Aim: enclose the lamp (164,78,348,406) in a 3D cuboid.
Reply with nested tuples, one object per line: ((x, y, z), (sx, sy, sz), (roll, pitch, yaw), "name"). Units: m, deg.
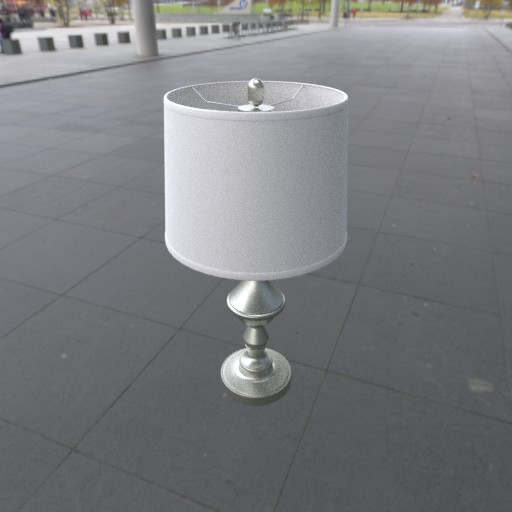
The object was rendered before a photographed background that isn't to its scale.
((0.000, 0.000, 0.978), (0.383, 0.733, 0.383), (0, 29, 0), "lamp")
